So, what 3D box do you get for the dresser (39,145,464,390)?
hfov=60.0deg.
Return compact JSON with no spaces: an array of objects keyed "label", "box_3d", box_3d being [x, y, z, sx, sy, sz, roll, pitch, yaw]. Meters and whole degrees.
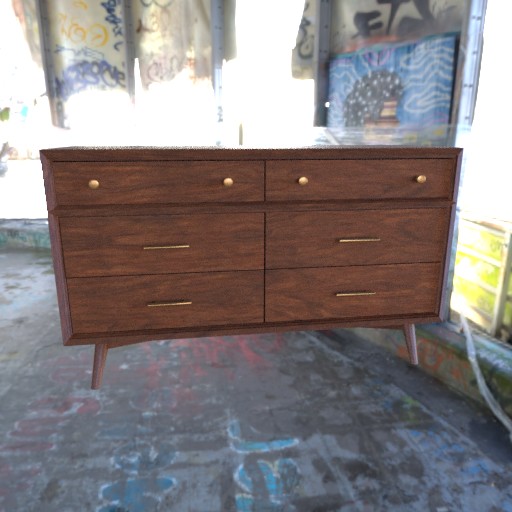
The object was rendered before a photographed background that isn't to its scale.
[{"label":"dresser","box_3d":[0.000,0.000,1.857,1.472,0.889,0.500,-2,15,-8]}]
